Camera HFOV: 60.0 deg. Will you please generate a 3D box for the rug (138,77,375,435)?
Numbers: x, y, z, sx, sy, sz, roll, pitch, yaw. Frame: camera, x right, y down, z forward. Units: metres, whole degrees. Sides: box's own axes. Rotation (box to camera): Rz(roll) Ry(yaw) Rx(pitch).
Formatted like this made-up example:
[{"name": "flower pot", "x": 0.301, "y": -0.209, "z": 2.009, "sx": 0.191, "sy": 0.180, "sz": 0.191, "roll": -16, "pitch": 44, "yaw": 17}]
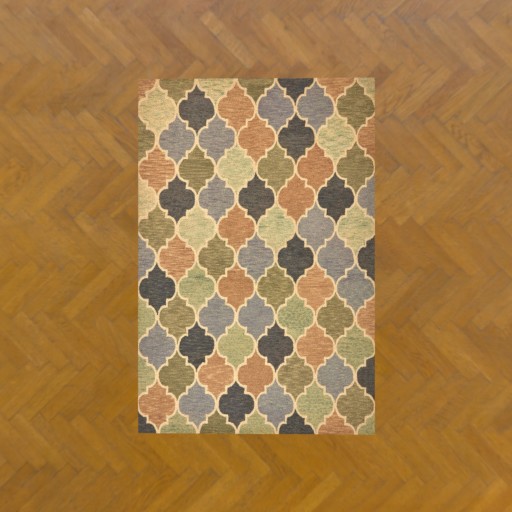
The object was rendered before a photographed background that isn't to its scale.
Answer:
[{"name": "rug", "x": 0.000, "y": 0.000, "z": 2.281, "sx": 1.216, "sy": 0.006, "sz": 1.828, "roll": 0, "pitch": 90, "yaw": 1}]
